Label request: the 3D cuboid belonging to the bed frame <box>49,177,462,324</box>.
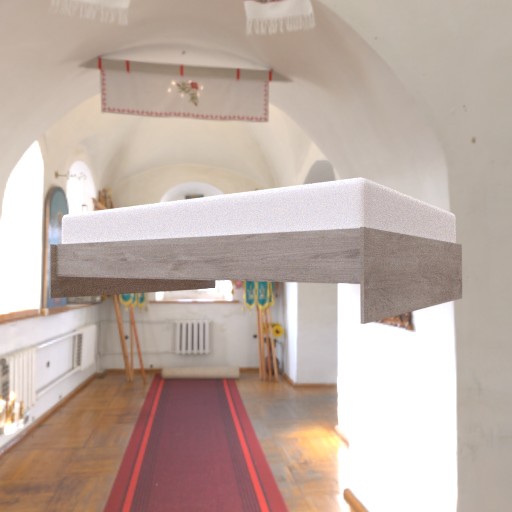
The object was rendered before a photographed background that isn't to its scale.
[{"bbox_3d":[0.000,0.000,2.607,1.945,0.497,1.445,-1,-2,36],"label":"bed frame"}]
